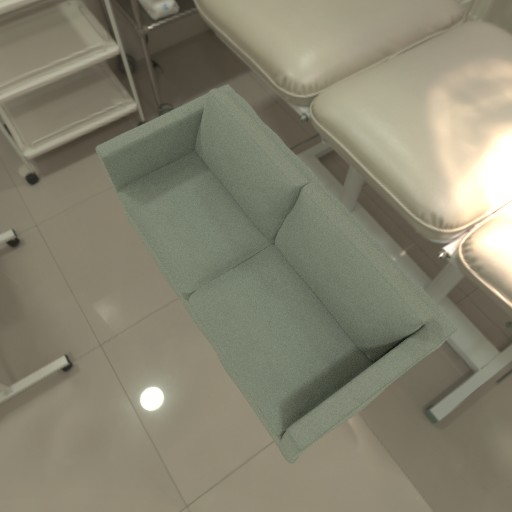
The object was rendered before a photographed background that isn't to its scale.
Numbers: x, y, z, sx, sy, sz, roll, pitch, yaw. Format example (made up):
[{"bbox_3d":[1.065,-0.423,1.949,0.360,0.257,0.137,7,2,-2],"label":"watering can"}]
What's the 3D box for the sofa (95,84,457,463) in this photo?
[{"bbox_3d":[0.000,0.000,2.551,0.940,0.870,1.987,-31,67,-15],"label":"sofa"}]
